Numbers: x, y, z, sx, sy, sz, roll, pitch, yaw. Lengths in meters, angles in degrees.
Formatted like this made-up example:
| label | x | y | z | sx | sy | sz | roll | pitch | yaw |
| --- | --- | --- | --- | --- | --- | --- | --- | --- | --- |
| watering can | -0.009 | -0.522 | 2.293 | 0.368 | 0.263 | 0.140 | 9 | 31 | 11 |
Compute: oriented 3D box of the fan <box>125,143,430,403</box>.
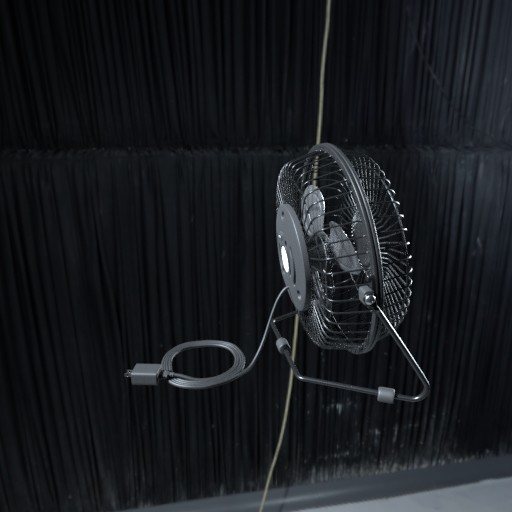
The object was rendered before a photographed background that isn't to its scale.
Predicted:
| label | x | y | z | sx | sy | sz | roll | pitch | yaw |
| --- | --- | --- | --- | --- | --- | --- | --- | --- | --- |
| fan | 0.000 | 0.000 | 0.381 | 0.227 | 0.188 | 0.209 | -3 | 17 | -10 |
